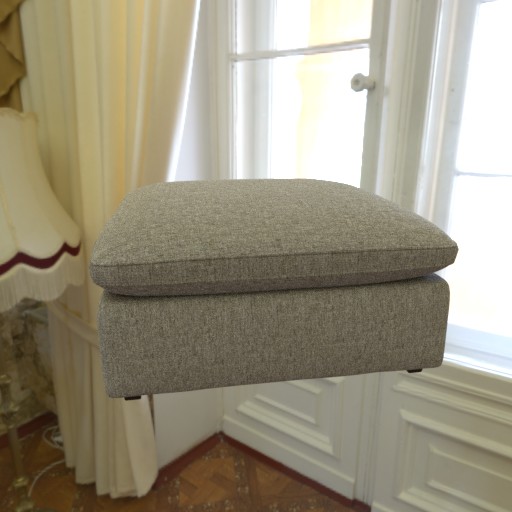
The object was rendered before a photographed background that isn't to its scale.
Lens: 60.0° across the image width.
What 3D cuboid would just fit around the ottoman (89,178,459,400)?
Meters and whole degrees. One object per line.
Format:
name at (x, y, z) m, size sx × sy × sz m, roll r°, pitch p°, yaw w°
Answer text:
ottoman at (0.000, 0.000, 1.658) m, size 1.035 × 0.526 × 1.039 m, roll -3°, pitch 18°, yaw -9°
